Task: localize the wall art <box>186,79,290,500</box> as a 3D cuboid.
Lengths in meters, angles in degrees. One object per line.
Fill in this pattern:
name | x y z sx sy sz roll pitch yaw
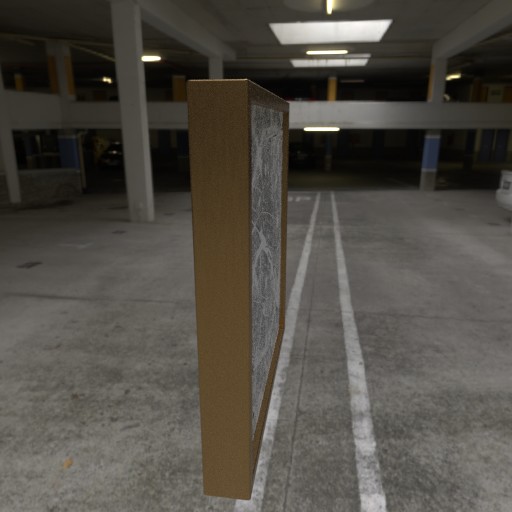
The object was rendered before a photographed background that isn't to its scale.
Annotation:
wall art | 0.000 0.000 0.446 0.037 0.305 0.305 2 17 8
